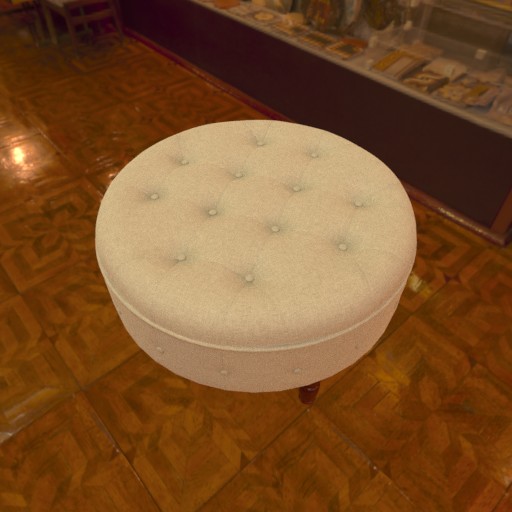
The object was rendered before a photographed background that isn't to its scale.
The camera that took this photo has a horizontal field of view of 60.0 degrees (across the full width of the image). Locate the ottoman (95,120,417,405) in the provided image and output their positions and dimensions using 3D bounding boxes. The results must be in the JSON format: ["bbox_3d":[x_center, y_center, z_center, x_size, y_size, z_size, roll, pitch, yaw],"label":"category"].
[{"bbox_3d":[0.000,0.000,1.324,0.849,0.478,0.849,0,47,0],"label":"ottoman"}]
